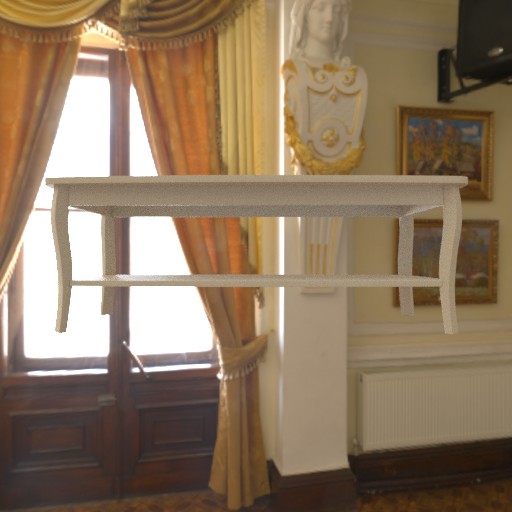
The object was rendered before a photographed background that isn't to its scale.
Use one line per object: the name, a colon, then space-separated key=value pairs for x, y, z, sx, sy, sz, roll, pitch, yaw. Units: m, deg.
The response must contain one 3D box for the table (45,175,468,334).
table: x=0.000 y=0.000 z=1.574 sx=1.334 sy=0.474 sz=0.561 roll=0 pitch=0 yaw=1
